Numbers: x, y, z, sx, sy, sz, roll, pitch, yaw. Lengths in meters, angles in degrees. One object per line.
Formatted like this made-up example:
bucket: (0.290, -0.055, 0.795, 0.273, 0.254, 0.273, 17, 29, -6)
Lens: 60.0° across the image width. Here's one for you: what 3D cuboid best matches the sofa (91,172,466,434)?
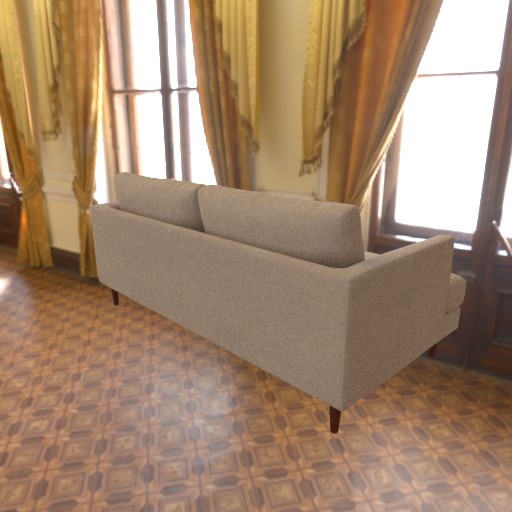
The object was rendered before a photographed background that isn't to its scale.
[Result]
sofa: (0.000, 0.000, 2.494, 1.020, 0.868, 1.948, -15, 22, -42)
